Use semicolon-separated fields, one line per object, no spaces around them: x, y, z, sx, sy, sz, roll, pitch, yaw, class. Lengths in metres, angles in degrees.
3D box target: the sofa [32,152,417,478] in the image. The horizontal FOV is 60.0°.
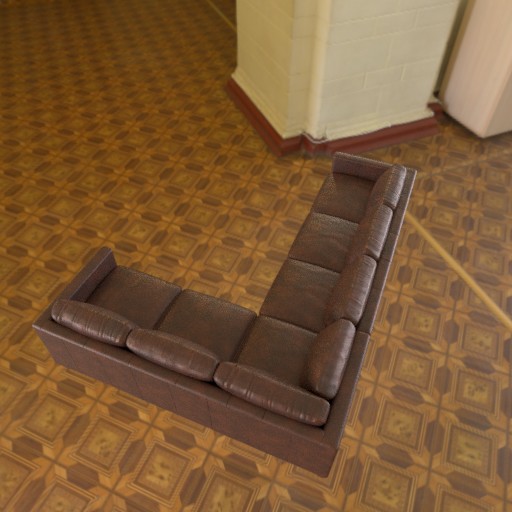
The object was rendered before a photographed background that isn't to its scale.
0.000;0.000;4.264;2.438;0.836;3.152;17;50;15;sofa
